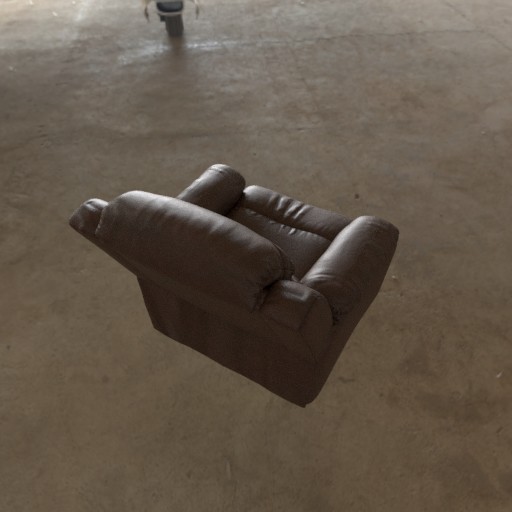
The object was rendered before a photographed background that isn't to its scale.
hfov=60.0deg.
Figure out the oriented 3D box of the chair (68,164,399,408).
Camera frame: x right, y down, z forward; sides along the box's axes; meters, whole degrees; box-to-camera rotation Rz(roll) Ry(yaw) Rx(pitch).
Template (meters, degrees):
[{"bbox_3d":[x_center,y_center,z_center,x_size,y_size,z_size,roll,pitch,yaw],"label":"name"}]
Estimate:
[{"bbox_3d":[0.000,0.000,1.291,0.680,0.702,0.707,23,50,21],"label":"chair"}]
